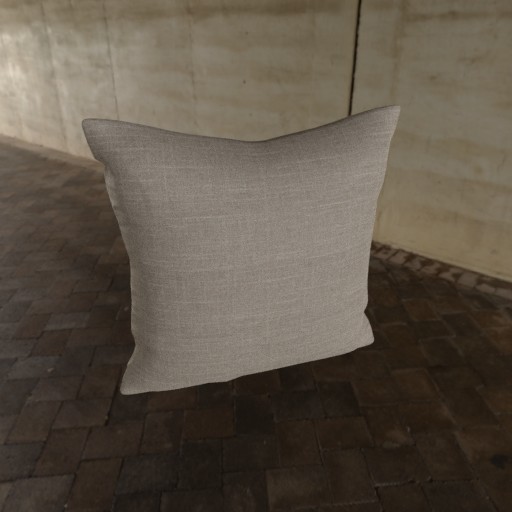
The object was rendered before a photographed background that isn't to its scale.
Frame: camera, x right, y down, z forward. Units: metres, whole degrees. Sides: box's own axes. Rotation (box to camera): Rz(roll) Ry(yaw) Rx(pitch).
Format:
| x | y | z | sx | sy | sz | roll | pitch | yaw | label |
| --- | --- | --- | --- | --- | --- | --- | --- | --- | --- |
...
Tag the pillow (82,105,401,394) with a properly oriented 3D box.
| x | y | z | sx | sy | sz | roll | pitch | yaw | label |
| --- | --- | --- | --- | --- | --- | --- | --- | --- | --- |
| 0.000 | 0.000 | 0.635 | 0.424 | 0.400 | 0.169 | -8 | 27 | -16 | pillow |
